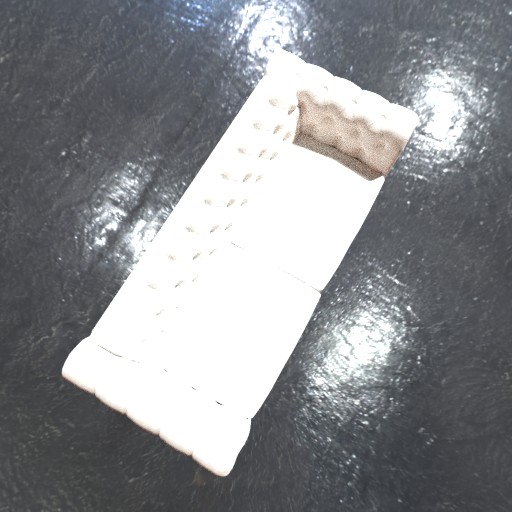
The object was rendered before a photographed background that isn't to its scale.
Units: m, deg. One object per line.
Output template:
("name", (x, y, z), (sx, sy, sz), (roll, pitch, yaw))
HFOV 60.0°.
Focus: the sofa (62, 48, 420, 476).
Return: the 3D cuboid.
("sofa", (0.000, 0.000, 2.230), (0.771, 0.796, 1.798), (29, 76, 8))
